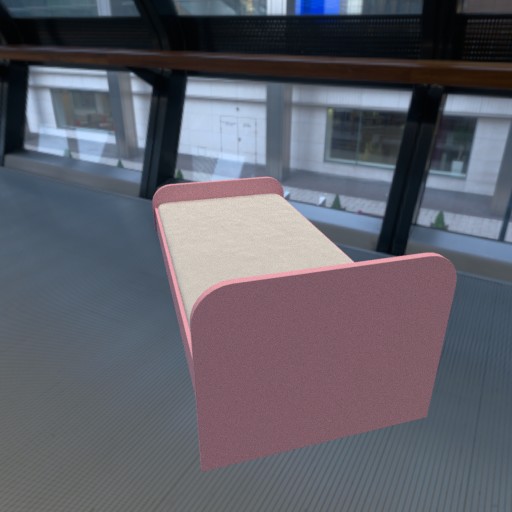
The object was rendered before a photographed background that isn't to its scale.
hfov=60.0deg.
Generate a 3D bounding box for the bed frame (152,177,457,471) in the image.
[{"bbox_3d":[0.000,0.000,2.504,0.998,0.805,1.963,-7,26,-14],"label":"bed frame"}]
